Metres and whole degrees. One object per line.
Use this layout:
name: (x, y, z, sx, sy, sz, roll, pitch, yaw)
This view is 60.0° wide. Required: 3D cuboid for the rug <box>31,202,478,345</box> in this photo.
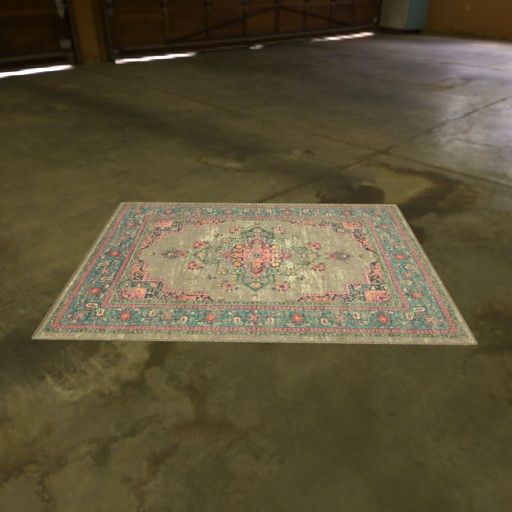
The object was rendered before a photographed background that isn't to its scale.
rug: (0.000, 0.000, 2.870, 2.214, 0.013, 1.609, 1, 32, 1)
